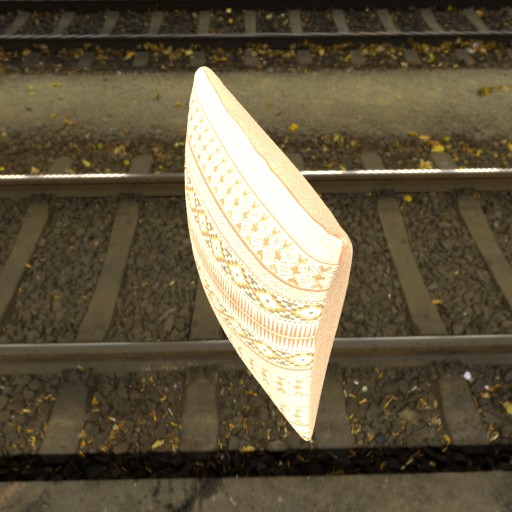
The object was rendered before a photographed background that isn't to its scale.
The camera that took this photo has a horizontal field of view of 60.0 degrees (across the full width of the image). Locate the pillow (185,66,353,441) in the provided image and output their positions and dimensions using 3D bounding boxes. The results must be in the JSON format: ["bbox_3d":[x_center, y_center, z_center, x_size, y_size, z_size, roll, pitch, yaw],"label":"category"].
[{"bbox_3d":[0.000,0.000,0.823,0.215,0.519,0.521,-17,48,-15],"label":"pillow"}]
